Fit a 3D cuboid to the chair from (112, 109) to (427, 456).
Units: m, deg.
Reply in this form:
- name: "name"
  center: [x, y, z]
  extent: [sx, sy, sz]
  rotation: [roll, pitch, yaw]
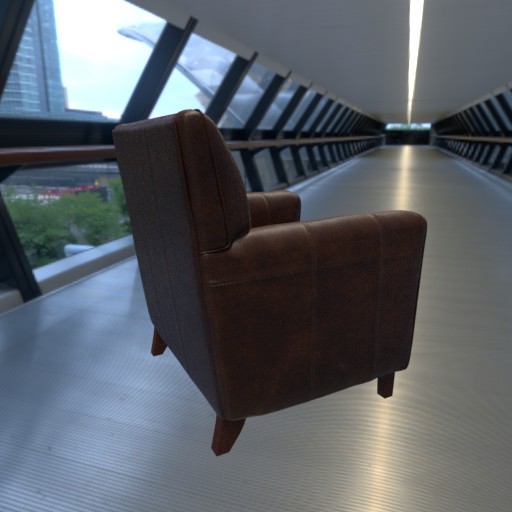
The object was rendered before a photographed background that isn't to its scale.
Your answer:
- name: "chair"
  center: [0.000, 0.000, 1.612]
  extent: [0.823, 0.943, 0.870]
  rotation: [-7, 16, -26]
